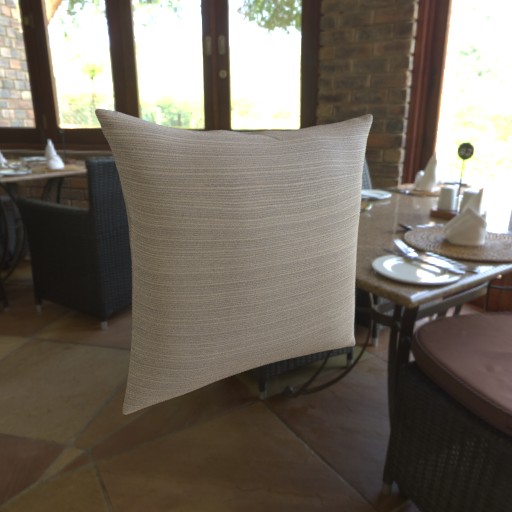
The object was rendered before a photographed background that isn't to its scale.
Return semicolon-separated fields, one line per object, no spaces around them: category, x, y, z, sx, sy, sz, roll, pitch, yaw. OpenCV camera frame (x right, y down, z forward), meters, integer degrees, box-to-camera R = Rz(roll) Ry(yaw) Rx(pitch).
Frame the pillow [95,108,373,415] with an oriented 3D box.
pillow;0.000;0.000;0.795;0.512;0.497;0.204;-9;19;-28
